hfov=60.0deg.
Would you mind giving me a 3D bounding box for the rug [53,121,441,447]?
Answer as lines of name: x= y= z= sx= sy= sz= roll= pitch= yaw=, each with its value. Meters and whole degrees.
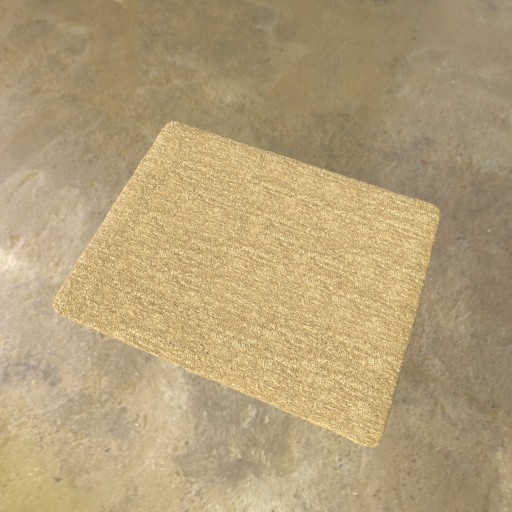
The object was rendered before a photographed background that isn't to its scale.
rug: x=0.000 y=0.000 z=3.882 sx=2.873 sy=0.050 sz=2.242 roll=20 pitch=66 yaw=9
